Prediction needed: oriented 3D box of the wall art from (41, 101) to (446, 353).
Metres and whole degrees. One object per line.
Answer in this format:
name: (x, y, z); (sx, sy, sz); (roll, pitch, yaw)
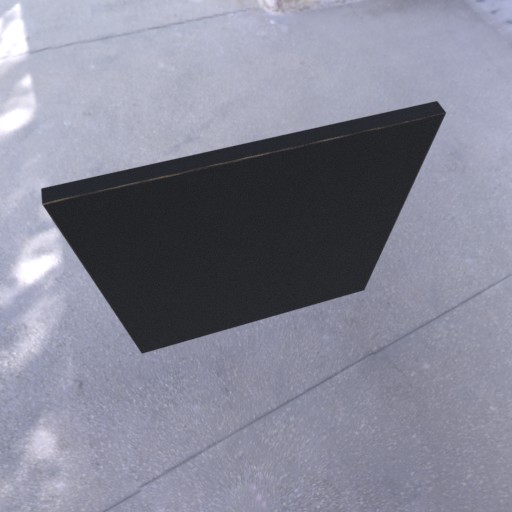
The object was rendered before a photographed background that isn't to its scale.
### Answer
wall art: (0.000, 0.000, 0.453); (0.304, 0.303, 0.015); (-15, 60, -9)
